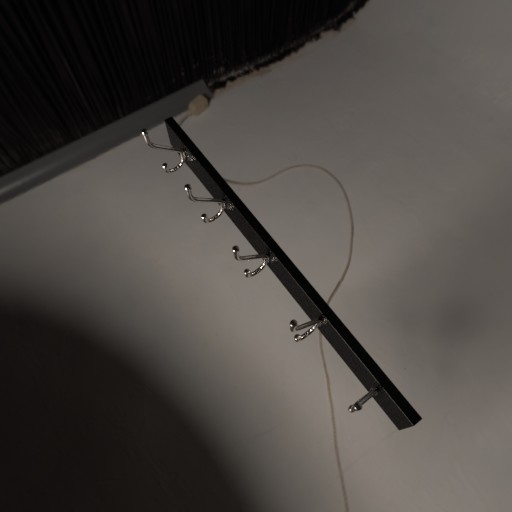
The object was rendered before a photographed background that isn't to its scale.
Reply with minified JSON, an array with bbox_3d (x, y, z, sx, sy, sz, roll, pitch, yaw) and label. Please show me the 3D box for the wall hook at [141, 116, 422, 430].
[{"bbox_3d":[0.000,0.000,0.612,0.071,0.117,0.571,-33,68,-15],"label":"wall hook"}]
